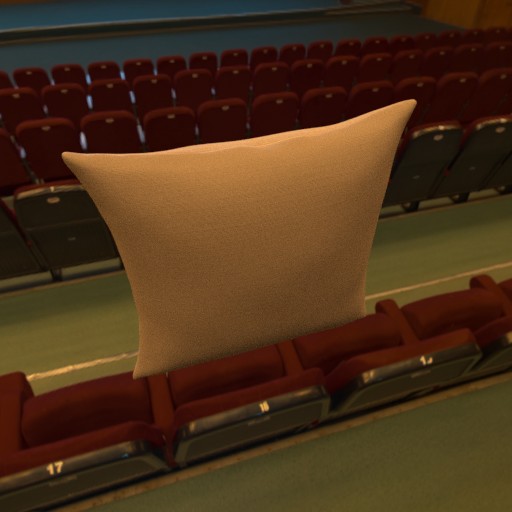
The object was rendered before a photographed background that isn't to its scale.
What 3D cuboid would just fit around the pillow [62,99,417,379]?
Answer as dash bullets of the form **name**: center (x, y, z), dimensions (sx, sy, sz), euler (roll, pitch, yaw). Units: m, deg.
- **pillow**: center (0.000, 0.000, 0.774), dimensions (0.512, 0.497, 0.204), euler (-12, 43, -13)
